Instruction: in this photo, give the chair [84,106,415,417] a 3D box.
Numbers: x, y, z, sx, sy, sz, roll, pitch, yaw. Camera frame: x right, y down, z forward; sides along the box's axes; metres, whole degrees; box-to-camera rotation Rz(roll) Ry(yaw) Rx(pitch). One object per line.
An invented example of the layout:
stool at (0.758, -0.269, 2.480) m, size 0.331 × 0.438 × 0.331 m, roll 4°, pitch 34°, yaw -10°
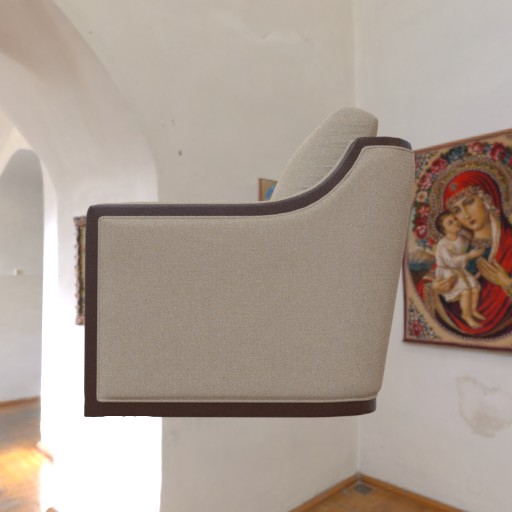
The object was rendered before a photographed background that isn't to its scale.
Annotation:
chair at (0.000, 0.000, 1.626) m, size 0.950 × 0.930 × 0.870 m, roll 0°, pitch -1°, yaw 0°
